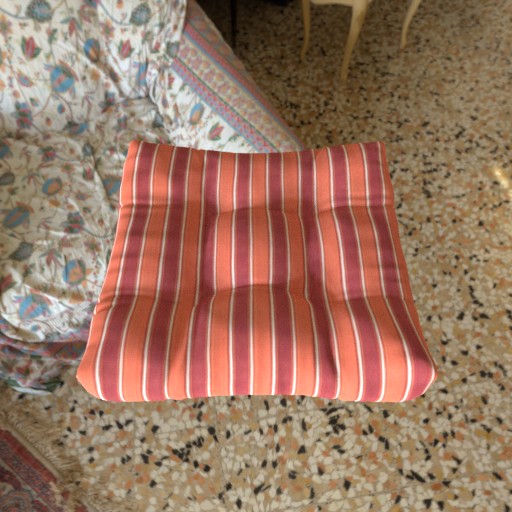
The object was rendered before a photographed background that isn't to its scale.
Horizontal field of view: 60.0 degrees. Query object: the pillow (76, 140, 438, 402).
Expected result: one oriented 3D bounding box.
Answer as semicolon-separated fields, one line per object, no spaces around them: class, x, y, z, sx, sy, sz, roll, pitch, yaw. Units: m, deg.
pillow;0.000;0.000;0.735;0.490;0.133;0.468;0;58;0
